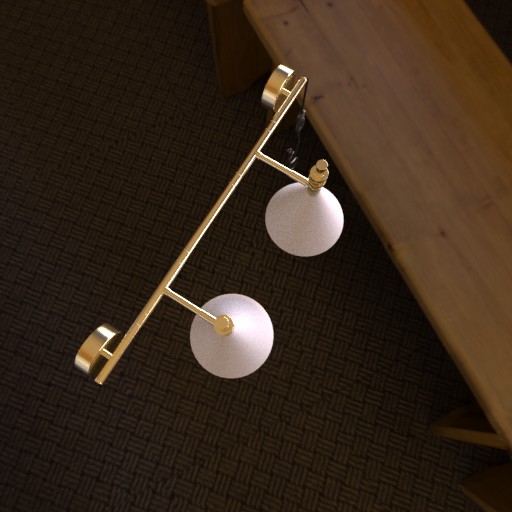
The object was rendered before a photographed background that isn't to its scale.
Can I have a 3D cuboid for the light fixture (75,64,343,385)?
[{"bbox_3d":[0.000,0.000,0.863,0.239,0.468,0.642,31,78,7],"label":"light fixture"}]
